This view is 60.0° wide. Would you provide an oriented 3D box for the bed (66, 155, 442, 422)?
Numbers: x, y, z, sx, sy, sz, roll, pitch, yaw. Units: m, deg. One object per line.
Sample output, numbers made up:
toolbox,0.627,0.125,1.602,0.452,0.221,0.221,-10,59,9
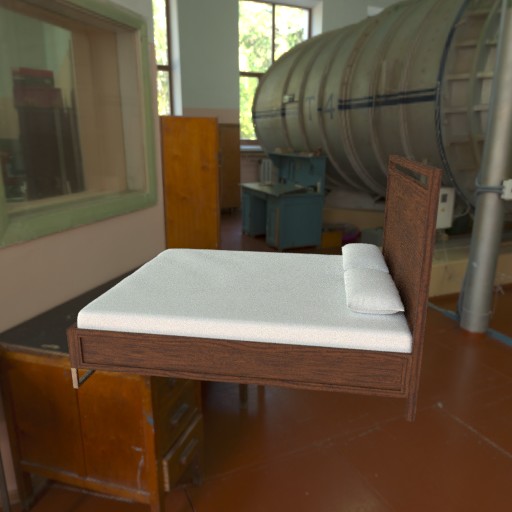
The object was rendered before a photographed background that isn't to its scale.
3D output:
bed,0.000,0.000,3.467,2.218,1.487,1.765,3,15,9
